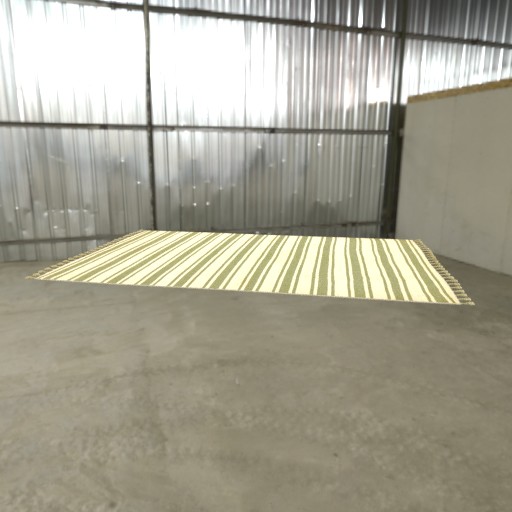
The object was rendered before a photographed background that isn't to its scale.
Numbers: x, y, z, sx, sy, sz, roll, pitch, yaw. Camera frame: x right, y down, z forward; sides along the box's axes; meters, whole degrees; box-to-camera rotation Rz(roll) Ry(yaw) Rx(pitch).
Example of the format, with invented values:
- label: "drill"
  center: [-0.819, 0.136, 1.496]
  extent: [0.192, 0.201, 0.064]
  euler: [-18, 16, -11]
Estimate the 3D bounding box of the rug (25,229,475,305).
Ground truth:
- label: "rug"
  center: [0.000, 0.000, 3.055]
  extent: [2.435, 0.018, 1.540]
  euler: [3, 14, 10]
